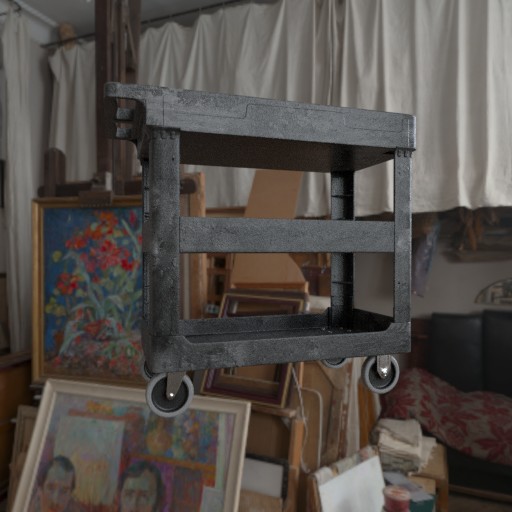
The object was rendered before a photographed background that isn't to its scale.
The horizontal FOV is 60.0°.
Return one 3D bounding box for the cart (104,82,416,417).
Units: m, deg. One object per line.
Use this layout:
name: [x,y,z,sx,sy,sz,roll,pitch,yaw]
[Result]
cart: [0.000,0.000,1.364,0.877,0.824,0.420,0,1,-18]
